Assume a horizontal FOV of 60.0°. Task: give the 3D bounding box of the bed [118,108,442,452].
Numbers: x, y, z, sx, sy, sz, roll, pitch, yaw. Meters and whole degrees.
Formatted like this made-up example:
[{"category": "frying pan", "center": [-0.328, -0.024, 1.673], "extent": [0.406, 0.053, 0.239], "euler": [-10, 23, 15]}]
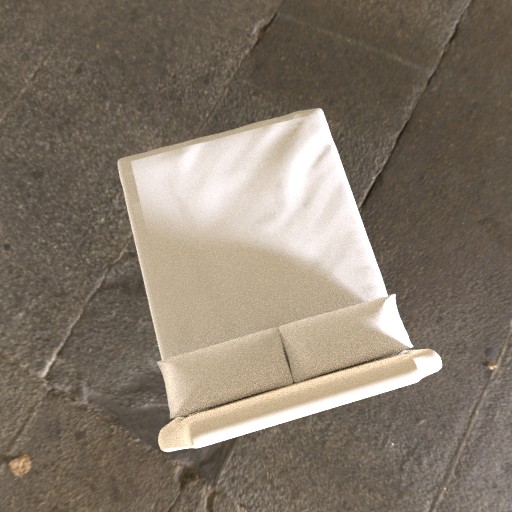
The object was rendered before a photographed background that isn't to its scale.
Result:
[{"category": "bed", "center": [0.000, 0.000, 3.847], "extent": [2.134, 1.524, 2.548], "euler": [-15, 77, -4]}]
